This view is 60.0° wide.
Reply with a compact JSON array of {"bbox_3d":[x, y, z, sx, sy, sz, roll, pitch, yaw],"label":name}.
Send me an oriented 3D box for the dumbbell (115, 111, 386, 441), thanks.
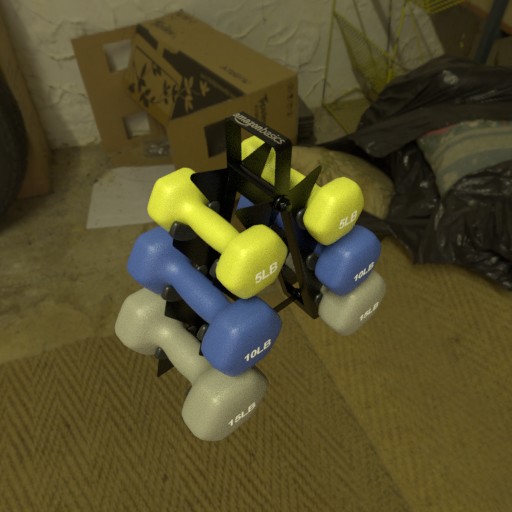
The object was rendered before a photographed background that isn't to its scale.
[{"bbox_3d":[0.000,0.000,0.667,0.416,0.426,0.261,-32,54,-27],"label":"dumbbell"}]
